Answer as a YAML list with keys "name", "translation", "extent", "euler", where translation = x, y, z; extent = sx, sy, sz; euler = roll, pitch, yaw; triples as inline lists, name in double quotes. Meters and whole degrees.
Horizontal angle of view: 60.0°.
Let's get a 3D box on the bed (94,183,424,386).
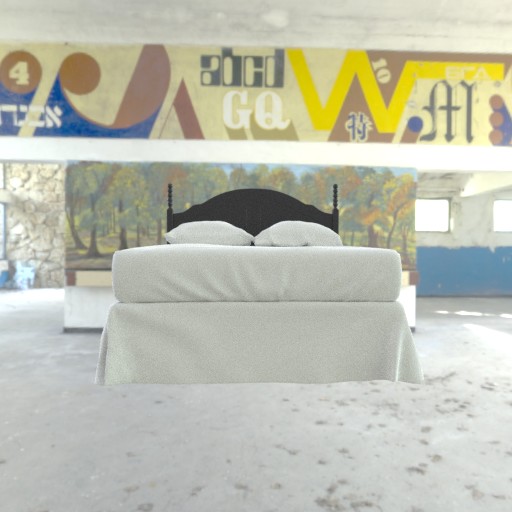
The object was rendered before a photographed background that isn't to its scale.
- name: "bed"
  translation: [0.000, 0.000, 3.309]
  extent: [1.873, 1.356, 2.040]
  euler: [0, 1, -1]
